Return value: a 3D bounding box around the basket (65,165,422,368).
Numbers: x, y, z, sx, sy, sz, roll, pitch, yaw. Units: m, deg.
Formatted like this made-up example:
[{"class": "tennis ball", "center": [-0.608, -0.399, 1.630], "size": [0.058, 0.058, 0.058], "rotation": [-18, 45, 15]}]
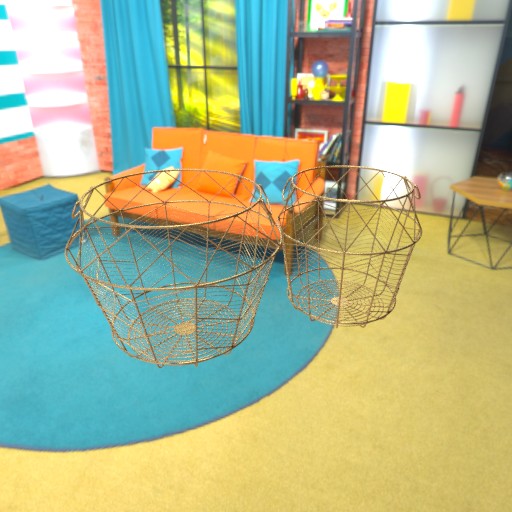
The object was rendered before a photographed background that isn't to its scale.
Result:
[{"class": "basket", "center": [0.000, 0.000, 1.033], "size": [0.805, 0.343, 0.451], "rotation": [-8, 28, -15]}]
